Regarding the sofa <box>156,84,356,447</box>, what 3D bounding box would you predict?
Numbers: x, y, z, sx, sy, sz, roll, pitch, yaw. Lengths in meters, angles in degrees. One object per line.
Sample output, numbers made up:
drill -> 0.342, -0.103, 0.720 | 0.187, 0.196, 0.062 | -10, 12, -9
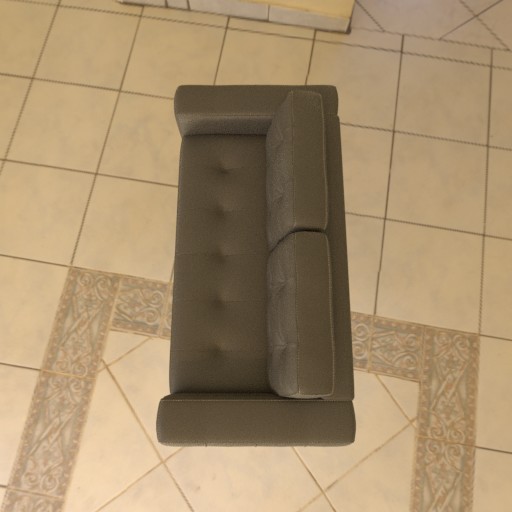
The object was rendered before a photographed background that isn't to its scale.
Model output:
sofa -> 0.000, 0.000, 2.200 | 0.833, 0.892, 1.726 | 0, 75, 0
